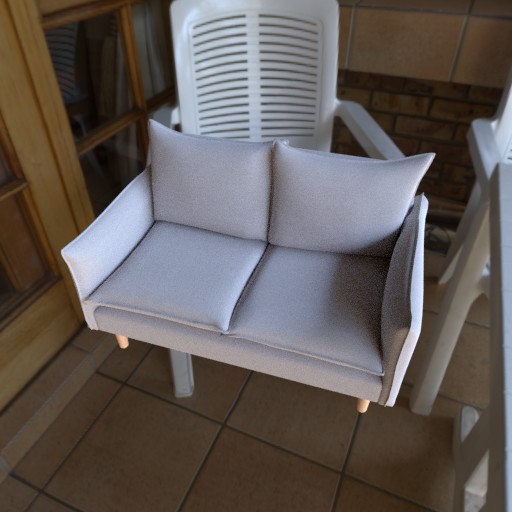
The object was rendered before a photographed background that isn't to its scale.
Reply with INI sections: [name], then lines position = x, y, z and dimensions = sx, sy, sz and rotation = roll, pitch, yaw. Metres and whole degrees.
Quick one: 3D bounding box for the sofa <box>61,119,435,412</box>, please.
[sofa]
position = 0.000, 0.000, 1.848
dimensions = 1.300, 0.840, 0.820
rotation = 11, 41, 13
